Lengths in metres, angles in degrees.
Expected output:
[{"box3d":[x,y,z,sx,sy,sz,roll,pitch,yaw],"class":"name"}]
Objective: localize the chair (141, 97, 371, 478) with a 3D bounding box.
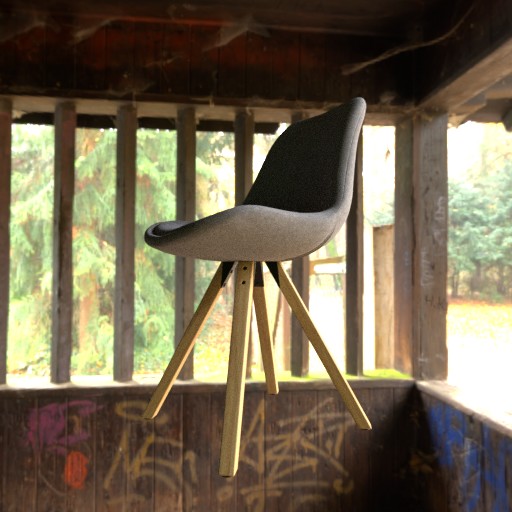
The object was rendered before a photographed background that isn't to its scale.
[{"box3d":[0.000,0.000,1.157,0.550,0.865,0.483,1,-2,-36],"class":"chair"}]
